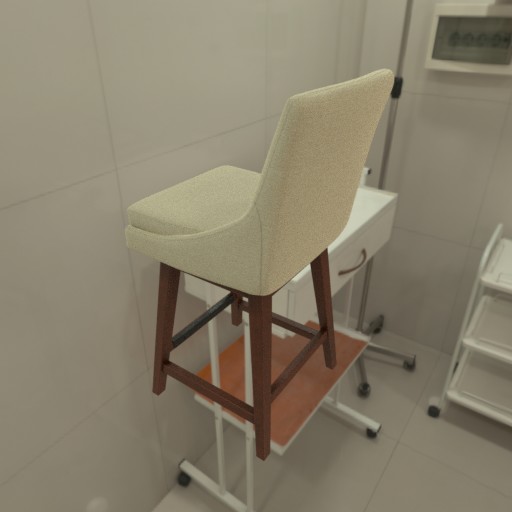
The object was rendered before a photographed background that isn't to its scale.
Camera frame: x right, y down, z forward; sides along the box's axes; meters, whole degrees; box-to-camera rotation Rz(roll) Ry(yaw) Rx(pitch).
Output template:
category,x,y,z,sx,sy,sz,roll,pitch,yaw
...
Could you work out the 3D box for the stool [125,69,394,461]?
category,x,y,z,sx,sy,sz,roll,pitch,yaw
stool,0.000,0.000,1.264,0.559,0.991,0.469,19,35,30
